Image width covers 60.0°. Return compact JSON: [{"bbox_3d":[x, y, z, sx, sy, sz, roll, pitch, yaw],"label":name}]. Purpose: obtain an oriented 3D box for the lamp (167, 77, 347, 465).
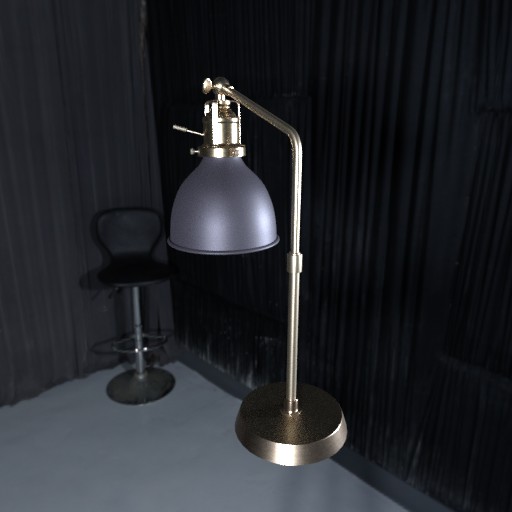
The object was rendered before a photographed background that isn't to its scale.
[{"bbox_3d":[0.000,0.000,0.595,0.160,0.456,0.291,-16,23,-42],"label":"lamp"}]
